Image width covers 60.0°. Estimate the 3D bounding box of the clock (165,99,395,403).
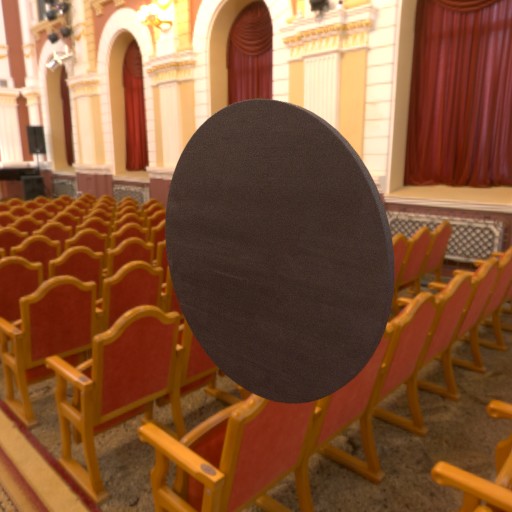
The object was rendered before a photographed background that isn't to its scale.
[{"bbox_3d":[0.000,0.000,0.891,0.595,0.595,0.029,12,18,43],"label":"clock"}]
